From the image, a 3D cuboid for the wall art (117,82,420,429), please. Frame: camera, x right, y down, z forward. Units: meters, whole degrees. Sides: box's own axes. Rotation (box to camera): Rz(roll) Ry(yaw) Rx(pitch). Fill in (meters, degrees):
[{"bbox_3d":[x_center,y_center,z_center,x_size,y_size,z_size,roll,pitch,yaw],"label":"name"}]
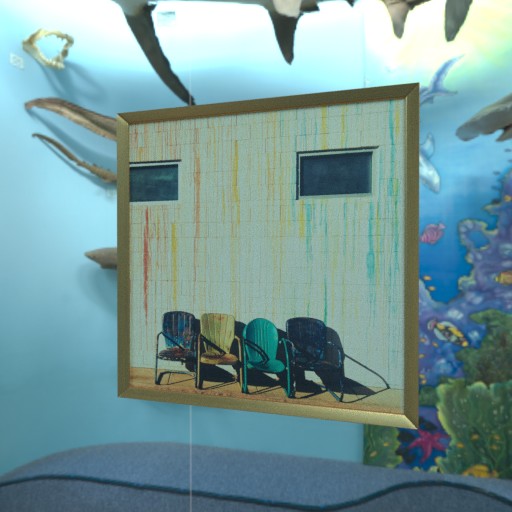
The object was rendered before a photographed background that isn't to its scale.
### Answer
[{"bbox_3d":[0.000,0.000,0.733,0.505,0.505,0.037,0,1,17],"label":"wall art"}]
